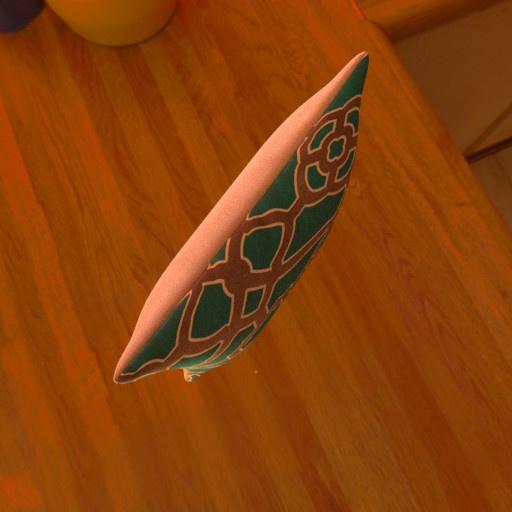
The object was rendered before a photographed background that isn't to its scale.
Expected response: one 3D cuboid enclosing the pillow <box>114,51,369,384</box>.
[{"bbox_3d":[0.000,0.000,0.780,0.166,0.507,0.526,35,78,8],"label":"pillow"}]
